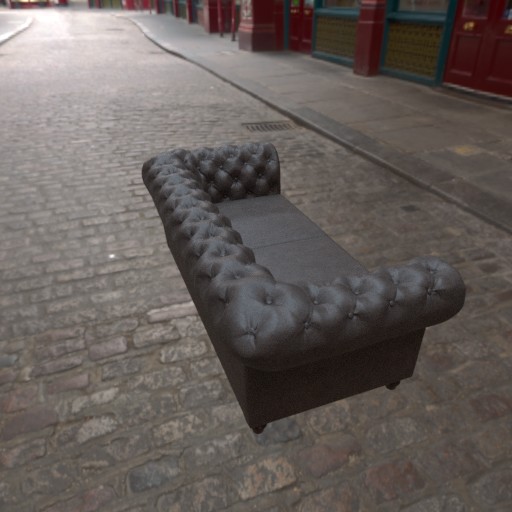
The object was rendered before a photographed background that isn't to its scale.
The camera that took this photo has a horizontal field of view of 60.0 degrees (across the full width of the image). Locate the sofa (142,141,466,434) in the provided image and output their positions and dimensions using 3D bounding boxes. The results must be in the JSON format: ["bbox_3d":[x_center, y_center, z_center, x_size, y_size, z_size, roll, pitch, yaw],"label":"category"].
[{"bbox_3d":[0.000,0.000,2.475,0.944,0.779,2.048,-11,32,-18],"label":"sofa"}]
